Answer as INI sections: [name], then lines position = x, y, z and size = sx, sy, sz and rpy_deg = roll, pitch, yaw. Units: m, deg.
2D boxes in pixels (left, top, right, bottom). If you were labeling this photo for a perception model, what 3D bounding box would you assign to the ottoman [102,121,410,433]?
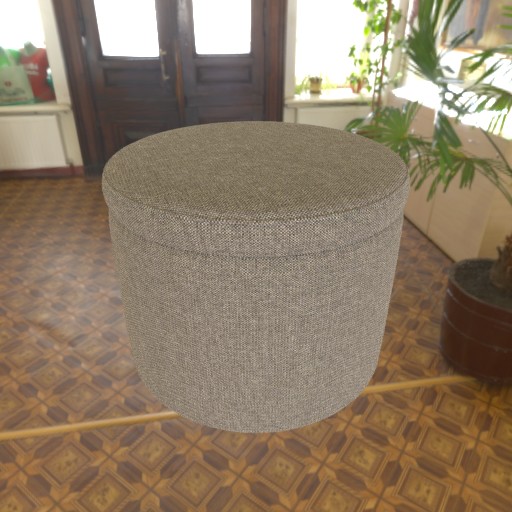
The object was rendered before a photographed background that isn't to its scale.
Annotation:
[ottoman]
position = 0.000, 0.000, 0.864
size = 0.520, 0.430, 0.520
rpy_deg = 0, 30, 0
